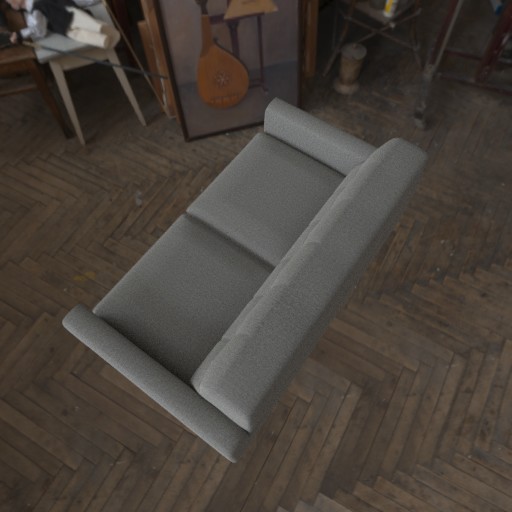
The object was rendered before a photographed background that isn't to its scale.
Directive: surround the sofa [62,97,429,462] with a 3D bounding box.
[{"bbox_3d":[0.000,0.000,2.236,0.952,0.925,1.651,33,67,15],"label":"sofa"}]
